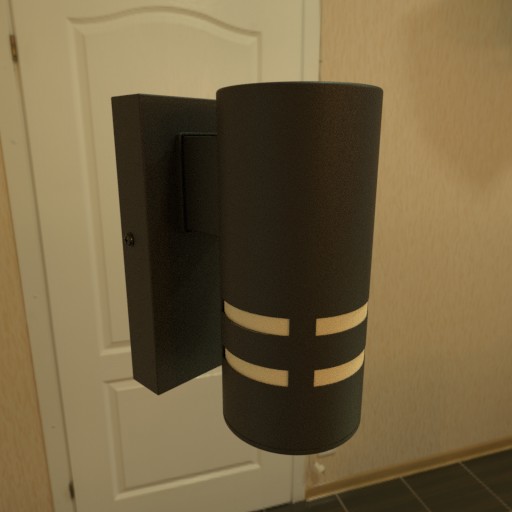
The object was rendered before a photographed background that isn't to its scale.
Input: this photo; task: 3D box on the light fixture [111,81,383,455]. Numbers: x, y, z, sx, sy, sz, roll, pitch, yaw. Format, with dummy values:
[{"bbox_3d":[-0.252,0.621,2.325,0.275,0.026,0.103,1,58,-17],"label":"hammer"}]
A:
[{"bbox_3d":[0.000,0.000,0.259,0.138,0.179,0.098,14,20,42],"label":"light fixture"}]
